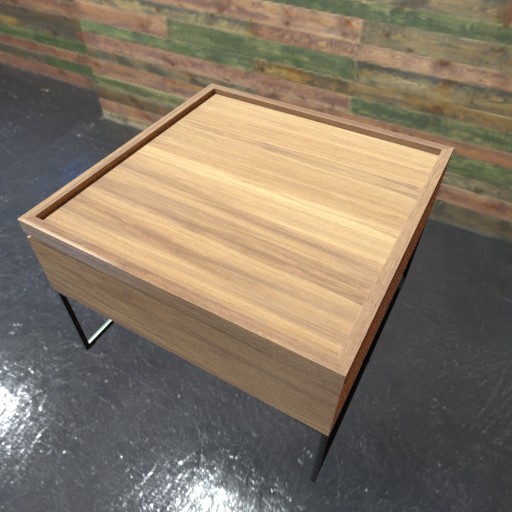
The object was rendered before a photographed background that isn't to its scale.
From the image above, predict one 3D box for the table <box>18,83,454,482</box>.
[{"bbox_3d":[0.000,0.000,1.109,0.679,0.464,0.676,22,50,20],"label":"table"}]
